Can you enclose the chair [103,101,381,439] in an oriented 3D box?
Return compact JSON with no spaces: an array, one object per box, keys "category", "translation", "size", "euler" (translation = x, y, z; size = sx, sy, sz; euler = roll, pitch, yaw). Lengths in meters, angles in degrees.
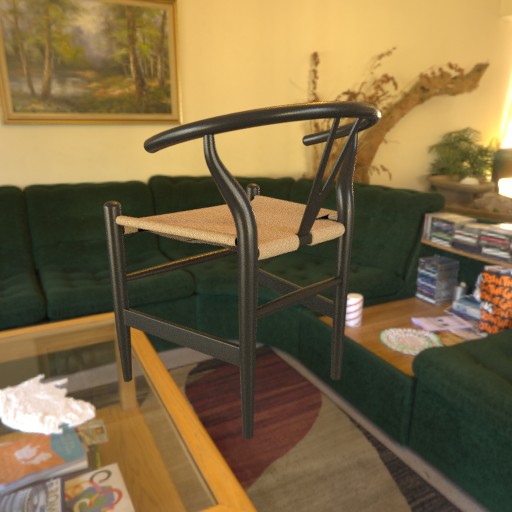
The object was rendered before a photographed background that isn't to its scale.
[{"category":"chair","translation":[0.000,0.000,1.151],"size":[0.570,0.739,0.570],"euler":[15,22,43]}]
